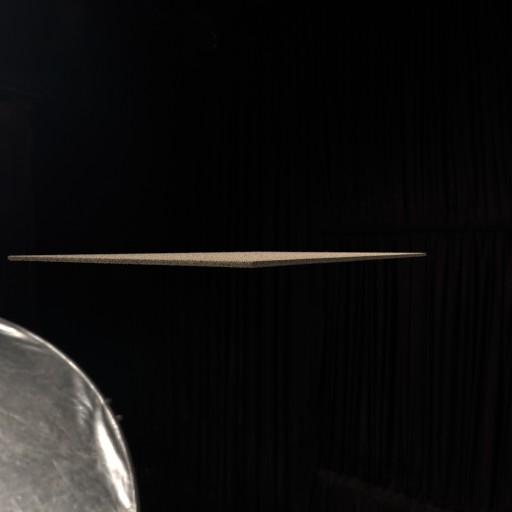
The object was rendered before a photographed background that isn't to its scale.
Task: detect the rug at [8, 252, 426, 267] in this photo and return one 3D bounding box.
[{"bbox_3d":[0.000,0.000,3.297,1.800,0.025,2.699,1,1,34],"label":"rug"}]
